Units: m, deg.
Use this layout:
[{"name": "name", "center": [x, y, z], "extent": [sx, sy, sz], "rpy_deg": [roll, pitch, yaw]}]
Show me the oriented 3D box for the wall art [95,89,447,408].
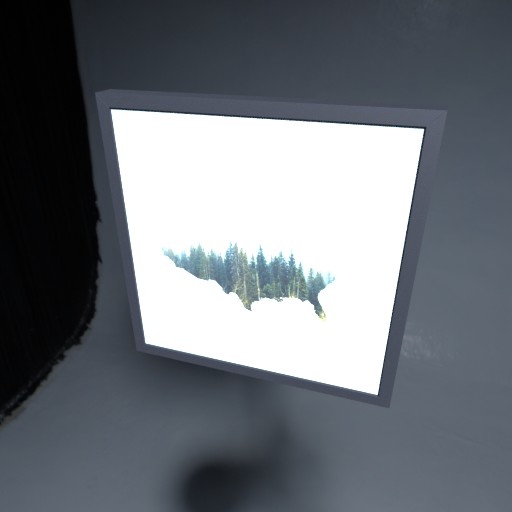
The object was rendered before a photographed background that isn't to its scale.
[{"name": "wall art", "center": [0.000, 0.000, 0.751], "extent": [0.509, 0.509, 0.040], "rpy_deg": [9, 29, 16]}]
